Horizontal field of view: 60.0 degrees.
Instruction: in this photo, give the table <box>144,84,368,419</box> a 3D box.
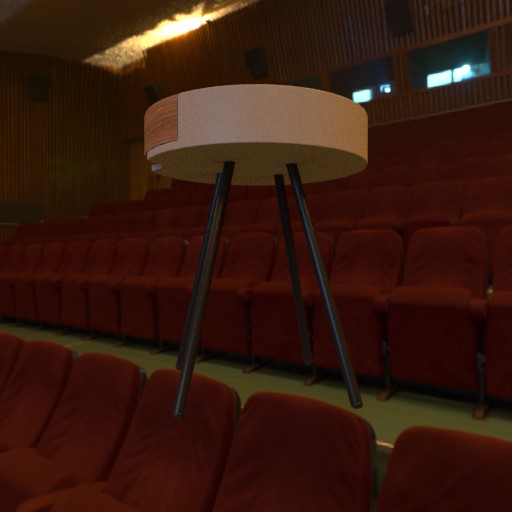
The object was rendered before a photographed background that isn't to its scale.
[{"bbox_3d":[0.000,0.000,0.890,0.450,0.525,0.450,0,0,0],"label":"table"}]
